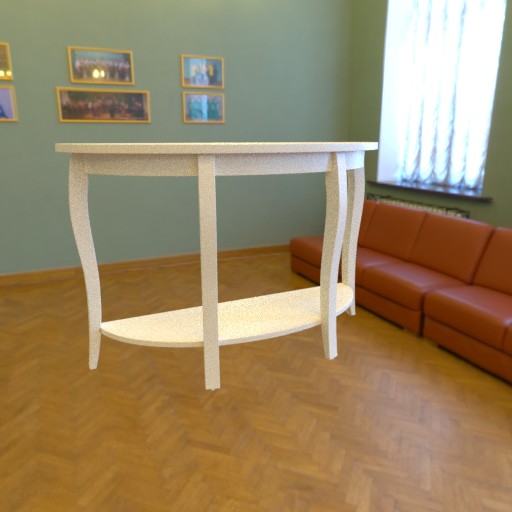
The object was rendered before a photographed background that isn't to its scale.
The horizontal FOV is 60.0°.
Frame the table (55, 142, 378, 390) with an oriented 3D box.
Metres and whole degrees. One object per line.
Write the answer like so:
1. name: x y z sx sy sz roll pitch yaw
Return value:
1. table: 0.000 0.000 1.583 1.219 0.780 0.394 -7 17 -25
